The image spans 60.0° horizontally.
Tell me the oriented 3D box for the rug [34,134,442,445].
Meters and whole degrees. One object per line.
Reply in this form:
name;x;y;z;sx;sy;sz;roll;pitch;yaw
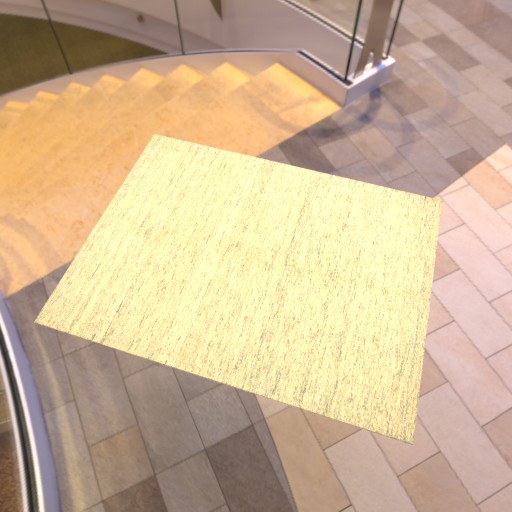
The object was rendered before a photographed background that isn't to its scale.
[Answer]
rug;0.000;0.000;4.143;3.201;0.014;2.437;15;58;9
